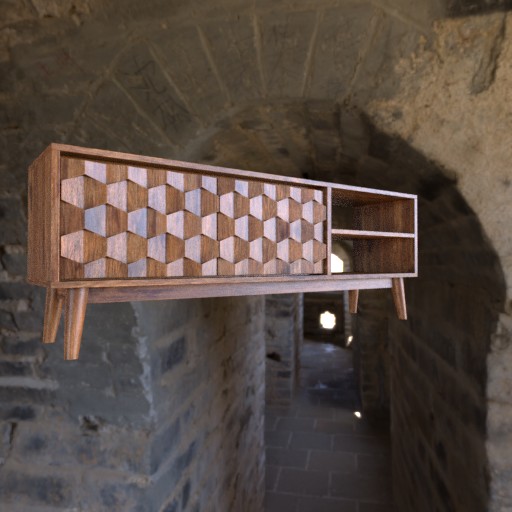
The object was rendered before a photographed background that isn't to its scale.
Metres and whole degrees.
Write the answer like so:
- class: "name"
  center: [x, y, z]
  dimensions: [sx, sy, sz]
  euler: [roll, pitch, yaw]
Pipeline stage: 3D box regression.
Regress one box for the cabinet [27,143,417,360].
- class: "cabinet"
  center: [0.000, 0.000, 1.619]
  dimensions: [1.448, 0.528, 0.349]
  euler: [1, -1, -35]
